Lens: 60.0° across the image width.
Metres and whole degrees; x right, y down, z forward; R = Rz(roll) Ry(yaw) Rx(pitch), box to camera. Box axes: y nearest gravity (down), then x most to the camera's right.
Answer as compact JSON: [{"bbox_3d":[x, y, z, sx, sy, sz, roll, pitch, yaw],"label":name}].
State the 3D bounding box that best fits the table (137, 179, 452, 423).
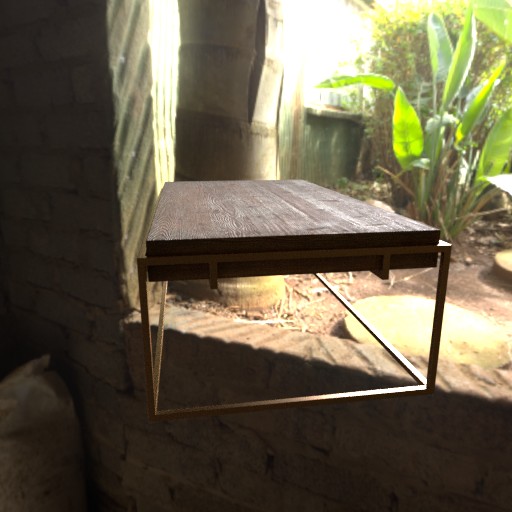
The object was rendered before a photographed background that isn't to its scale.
[{"bbox_3d":[0.000,0.000,1.770,0.775,0.468,1.387,-2,15,-9],"label":"table"}]
